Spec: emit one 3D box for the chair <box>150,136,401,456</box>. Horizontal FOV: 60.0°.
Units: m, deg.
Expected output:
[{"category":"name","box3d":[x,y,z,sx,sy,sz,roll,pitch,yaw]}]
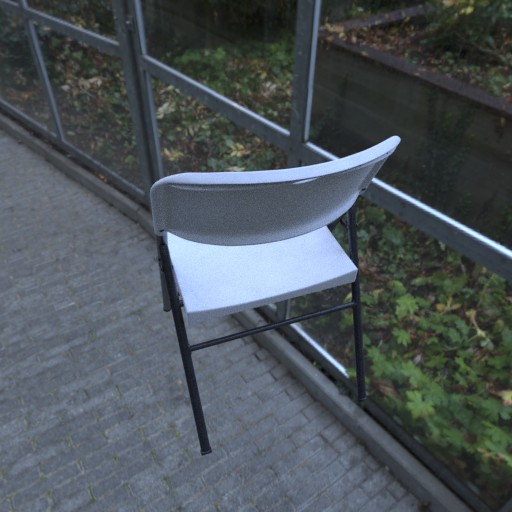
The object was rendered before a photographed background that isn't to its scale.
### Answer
[{"category":"chair","box3d":[0.000,0.000,1.145,0.494,0.810,0.566,-13,43,-15]}]
